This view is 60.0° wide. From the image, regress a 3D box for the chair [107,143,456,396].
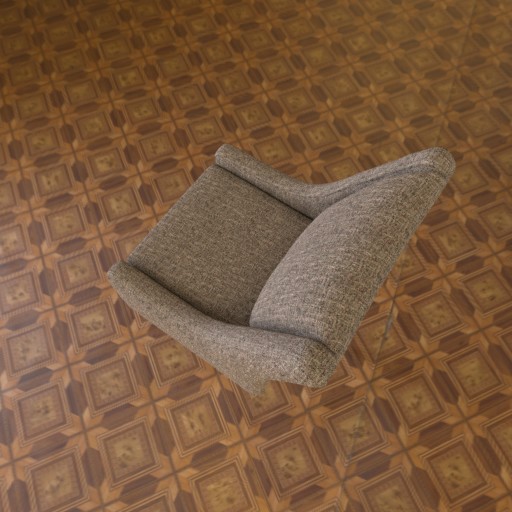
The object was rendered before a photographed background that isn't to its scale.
[{"bbox_3d":[0.000,0.000,1.637,0.870,1.014,0.774,32,68,14],"label":"chair"}]
